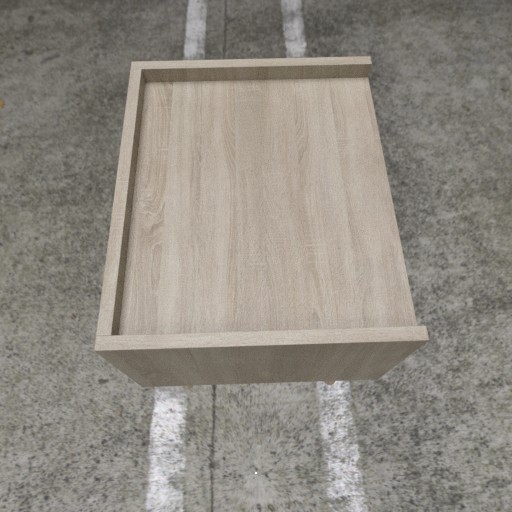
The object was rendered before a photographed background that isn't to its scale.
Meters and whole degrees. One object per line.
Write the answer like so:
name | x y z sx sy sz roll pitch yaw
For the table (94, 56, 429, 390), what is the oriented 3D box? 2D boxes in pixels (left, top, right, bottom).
table | 0.000 0.000 0.799 0.370 0.470 0.450 -2 64 -1
